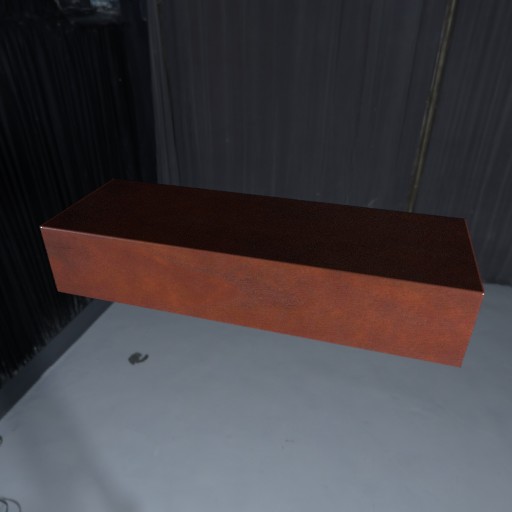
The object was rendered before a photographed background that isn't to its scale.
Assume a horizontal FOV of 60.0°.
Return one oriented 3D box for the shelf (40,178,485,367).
[{"bbox_3d":[0.000,0.000,0.524,0.457,0.088,0.152,8,32,14],"label":"shelf"}]
